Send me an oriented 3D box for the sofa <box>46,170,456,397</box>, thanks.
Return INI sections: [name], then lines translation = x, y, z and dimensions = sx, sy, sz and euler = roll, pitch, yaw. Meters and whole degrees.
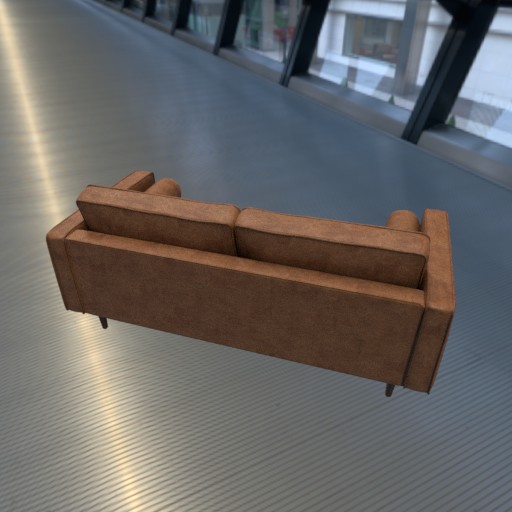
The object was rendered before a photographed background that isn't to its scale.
[sofa]
translation = 0.000, 0.000, 2.394
dimensions = 1.920, 0.825, 0.924
euler = 10, 34, 15
